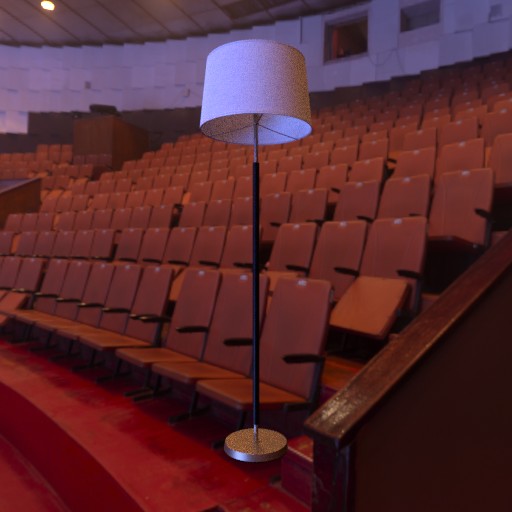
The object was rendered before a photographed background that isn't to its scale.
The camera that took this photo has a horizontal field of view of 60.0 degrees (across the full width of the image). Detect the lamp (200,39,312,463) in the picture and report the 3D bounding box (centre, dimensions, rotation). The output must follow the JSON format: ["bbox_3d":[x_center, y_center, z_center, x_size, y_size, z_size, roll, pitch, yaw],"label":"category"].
[{"bbox_3d":[0.000,0.000,1.665,0.420,1.447,0.420,0,0,0],"label":"lamp"}]
